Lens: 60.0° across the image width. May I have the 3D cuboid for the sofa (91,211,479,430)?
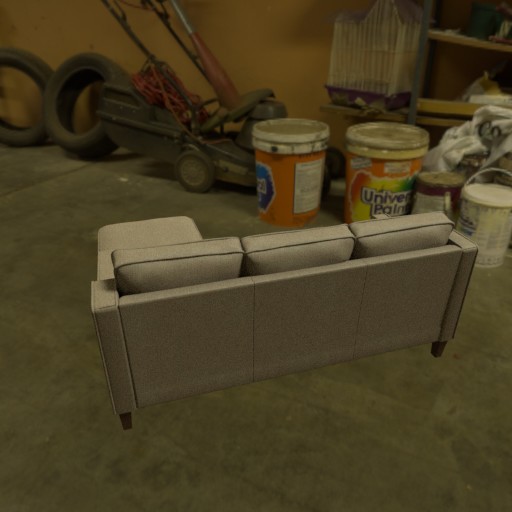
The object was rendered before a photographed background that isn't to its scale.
[{"bbox_3d":[0.000,0.000,3.371,2.317,1.081,1.858,-9,29,-15],"label":"sofa"}]
